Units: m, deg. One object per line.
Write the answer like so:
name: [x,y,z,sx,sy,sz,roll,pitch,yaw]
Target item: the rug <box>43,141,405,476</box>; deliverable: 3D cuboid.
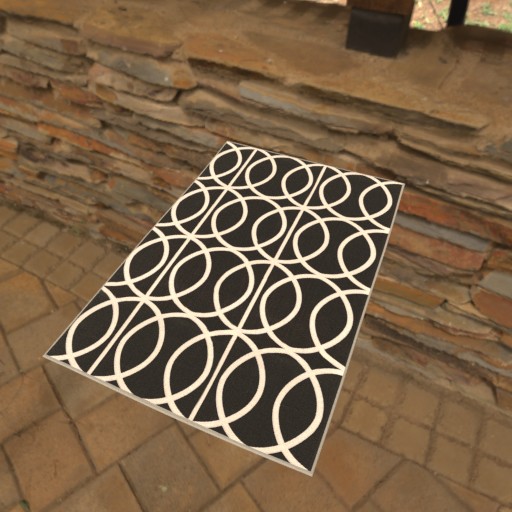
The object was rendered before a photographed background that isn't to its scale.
rug: [0.000,0.000,2.887,1.528,0.014,2.294,17,49,16]
